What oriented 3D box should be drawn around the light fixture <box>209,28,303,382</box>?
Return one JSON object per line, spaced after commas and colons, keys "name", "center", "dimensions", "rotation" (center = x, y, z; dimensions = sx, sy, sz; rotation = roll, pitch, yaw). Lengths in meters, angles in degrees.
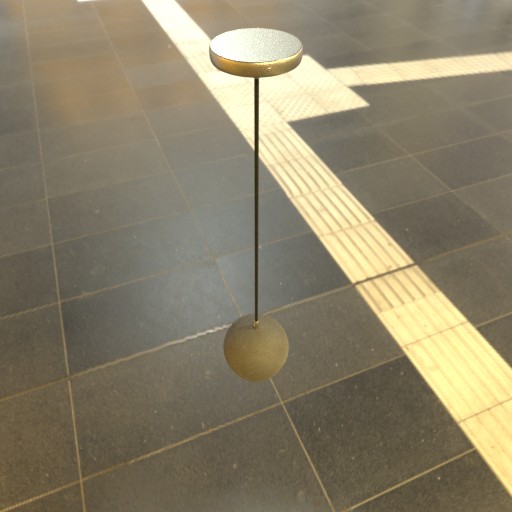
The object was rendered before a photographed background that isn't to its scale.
{"name": "light fixture", "center": [0.000, 0.000, 0.830], "dimensions": [0.153, 0.760, 0.153], "rotation": [-32, 53, -28]}
